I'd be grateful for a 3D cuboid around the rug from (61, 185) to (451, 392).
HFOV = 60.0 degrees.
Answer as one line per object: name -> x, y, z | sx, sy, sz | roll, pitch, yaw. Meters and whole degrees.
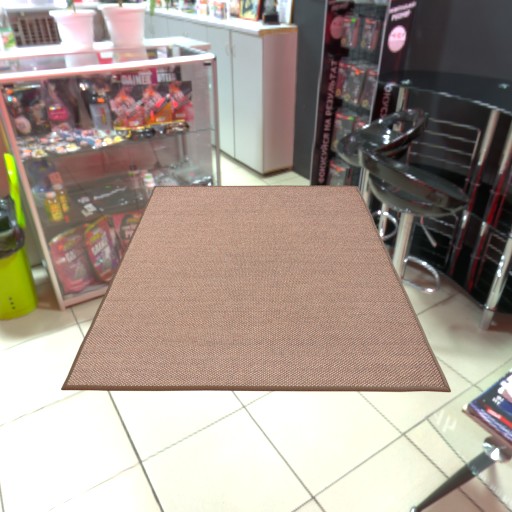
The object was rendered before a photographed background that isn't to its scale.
rug -> 0.000, 0.000, 3.987 | 2.413, 0.020, 3.041 | 0, 33, 0
